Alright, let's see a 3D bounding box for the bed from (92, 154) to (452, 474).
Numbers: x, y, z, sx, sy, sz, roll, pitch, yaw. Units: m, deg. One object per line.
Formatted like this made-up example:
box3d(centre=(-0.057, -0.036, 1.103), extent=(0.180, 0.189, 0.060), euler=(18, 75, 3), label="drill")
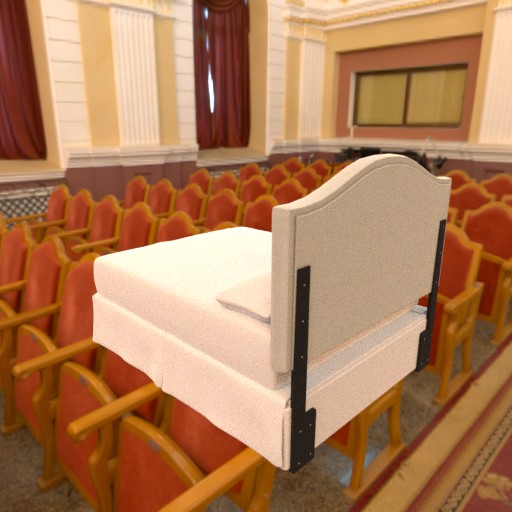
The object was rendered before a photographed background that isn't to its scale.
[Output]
box3d(centre=(0.000, 0.000, 3.387), extent=(1.813, 1.607, 2.180), euler=(-16, 23, -43), label="bed")
